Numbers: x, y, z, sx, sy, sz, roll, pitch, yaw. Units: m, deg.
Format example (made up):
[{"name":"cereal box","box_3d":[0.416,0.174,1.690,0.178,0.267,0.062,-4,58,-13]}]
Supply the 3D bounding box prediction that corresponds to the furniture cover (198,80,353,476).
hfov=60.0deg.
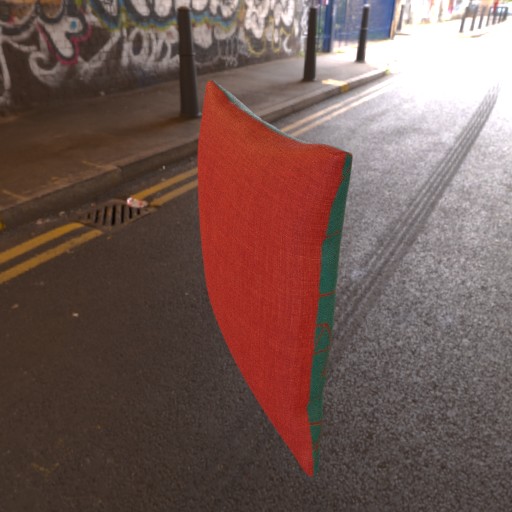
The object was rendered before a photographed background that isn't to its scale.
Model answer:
[{"name":"furniture cover","box_3d":[0.000,0.000,0.766,0.158,0.508,0.517,-10,31,-17]}]
